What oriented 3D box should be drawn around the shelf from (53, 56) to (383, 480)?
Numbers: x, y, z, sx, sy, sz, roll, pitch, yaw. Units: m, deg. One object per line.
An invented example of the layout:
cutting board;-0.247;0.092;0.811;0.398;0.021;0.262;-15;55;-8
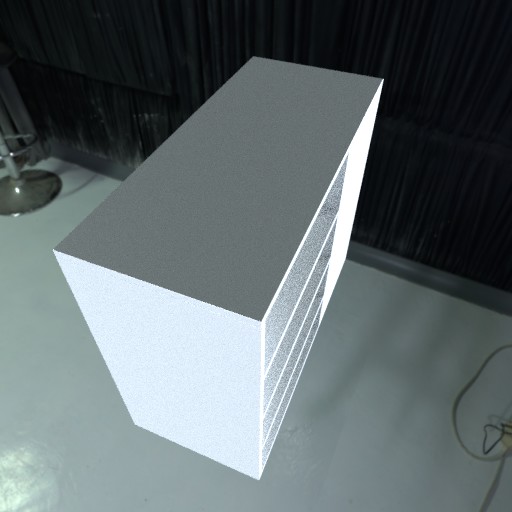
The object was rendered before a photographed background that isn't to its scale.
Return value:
shelf;0.000;0.000;1.272;0.396;0.732;0.895;17;49;16
